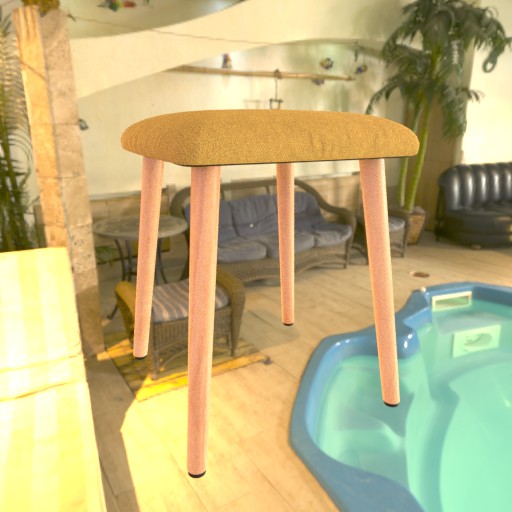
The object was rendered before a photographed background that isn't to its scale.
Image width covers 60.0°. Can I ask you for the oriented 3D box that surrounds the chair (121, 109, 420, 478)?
[{"bbox_3d":[0.000,0.000,0.702,0.350,0.440,0.350,-8,19,-25],"label":"chair"}]
